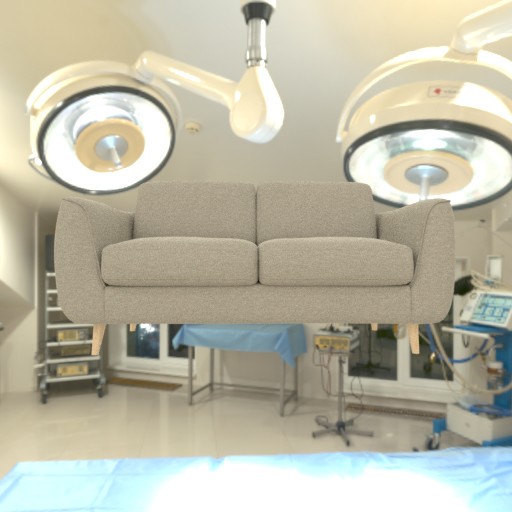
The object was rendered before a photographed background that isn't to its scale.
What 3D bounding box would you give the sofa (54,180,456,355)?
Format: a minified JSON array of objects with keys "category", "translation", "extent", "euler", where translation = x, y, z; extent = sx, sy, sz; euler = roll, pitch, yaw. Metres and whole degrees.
[{"category":"sofa","translation":[0.000,0.000,2.235],"extent":[1.700,0.850,0.920],"euler":[0,0,-1]}]
